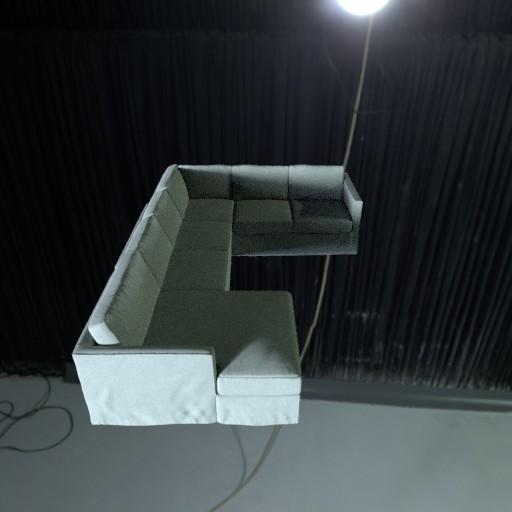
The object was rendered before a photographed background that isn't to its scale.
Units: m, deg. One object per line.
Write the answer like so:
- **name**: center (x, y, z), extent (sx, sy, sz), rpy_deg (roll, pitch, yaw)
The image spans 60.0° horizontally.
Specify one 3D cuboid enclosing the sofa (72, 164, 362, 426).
- **sofa**: center (0.000, 0.000, 4.467), extent (2.440, 0.869, 3.434), rpy_deg (0, 31, 0)
